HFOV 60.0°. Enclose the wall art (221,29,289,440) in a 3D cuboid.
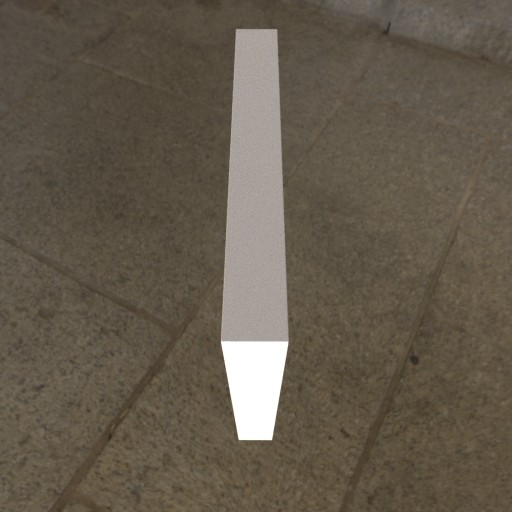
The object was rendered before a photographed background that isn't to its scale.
[{"bbox_3d":[0.000,0.000,0.458,0.038,0.305,0.305,0,58,0],"label":"wall art"}]
